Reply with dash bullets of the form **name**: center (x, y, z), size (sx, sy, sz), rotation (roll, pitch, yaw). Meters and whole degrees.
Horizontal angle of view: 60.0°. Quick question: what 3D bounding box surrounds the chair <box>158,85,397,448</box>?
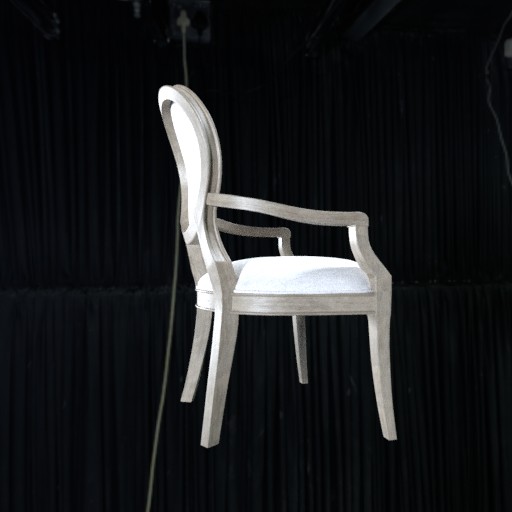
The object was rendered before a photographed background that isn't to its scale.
- **chair**: center (0.000, 0.000, 1.396), size (0.602, 0.991, 0.611), rotation (0, -1, -17)
